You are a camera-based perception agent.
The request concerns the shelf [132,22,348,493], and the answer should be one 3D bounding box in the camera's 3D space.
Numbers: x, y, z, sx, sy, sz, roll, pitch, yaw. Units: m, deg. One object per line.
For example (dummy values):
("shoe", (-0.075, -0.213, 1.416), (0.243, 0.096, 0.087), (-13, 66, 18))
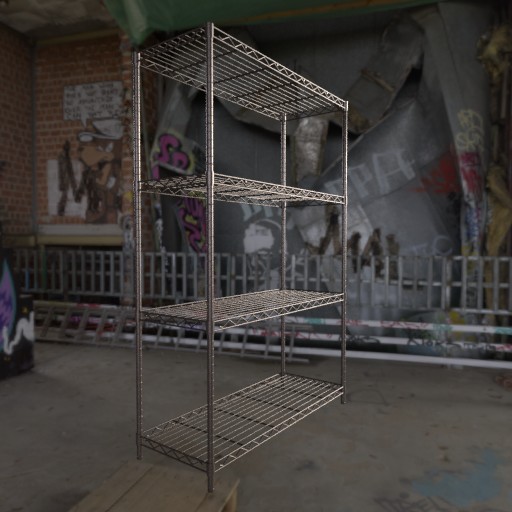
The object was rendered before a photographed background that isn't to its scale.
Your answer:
("shelf", (0.000, 0.000, 1.740), (0.352, 1.361, 0.907), (1, 2, 37))
